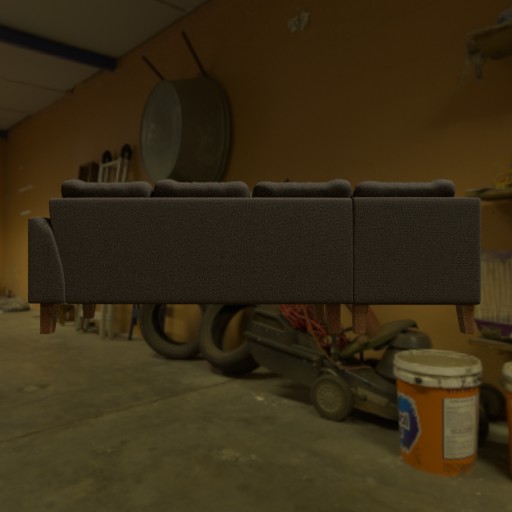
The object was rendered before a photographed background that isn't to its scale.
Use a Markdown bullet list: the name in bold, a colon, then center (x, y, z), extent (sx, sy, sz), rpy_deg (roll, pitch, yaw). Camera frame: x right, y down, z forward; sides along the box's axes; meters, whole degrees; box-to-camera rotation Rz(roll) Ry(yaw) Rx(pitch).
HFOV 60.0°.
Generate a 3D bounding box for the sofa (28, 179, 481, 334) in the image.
- **sofa**: center (0.000, 0.000, 3.500), extent (2.679, 0.932, 1.829), rpy_deg (0, 0, 0)
